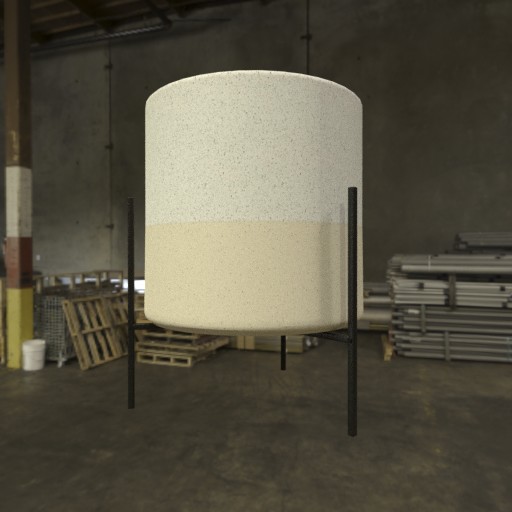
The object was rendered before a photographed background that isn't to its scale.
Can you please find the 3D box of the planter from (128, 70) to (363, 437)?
[{"bbox_3d":[0.000,0.000,0.663,0.313,0.423,0.335,0,0,17],"label":"planter"}]
